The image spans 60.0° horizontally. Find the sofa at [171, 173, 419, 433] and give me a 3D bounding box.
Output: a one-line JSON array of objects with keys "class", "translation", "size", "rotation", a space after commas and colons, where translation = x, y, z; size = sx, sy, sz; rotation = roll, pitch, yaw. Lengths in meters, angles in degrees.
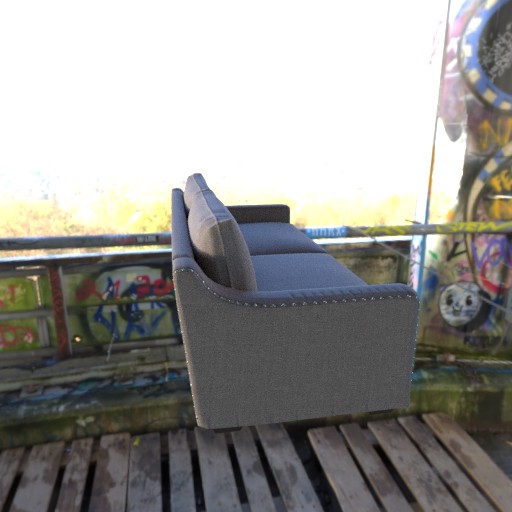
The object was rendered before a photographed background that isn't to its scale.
[{"class": "sofa", "translation": [0.000, 0.000, 2.736], "size": [1.000, 0.857, 2.208], "rotation": [-3, 16, -10]}]
